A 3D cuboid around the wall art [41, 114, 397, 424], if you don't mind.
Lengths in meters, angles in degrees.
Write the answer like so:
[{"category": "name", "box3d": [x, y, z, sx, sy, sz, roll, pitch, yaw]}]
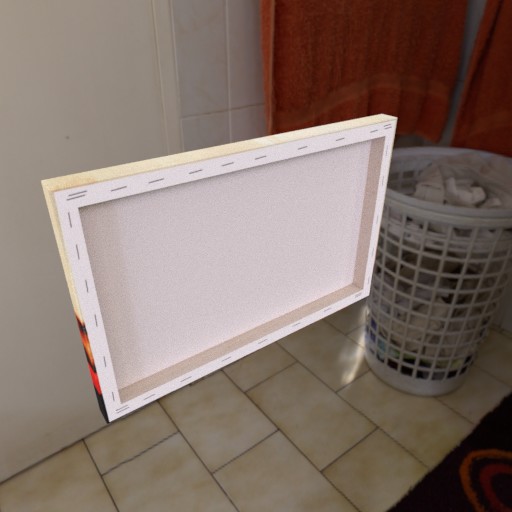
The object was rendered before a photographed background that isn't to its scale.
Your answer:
[{"category": "wall art", "box3d": [0.000, 0.000, 0.778, 0.613, 0.402, 0.040, -20, 36, -30]}]
